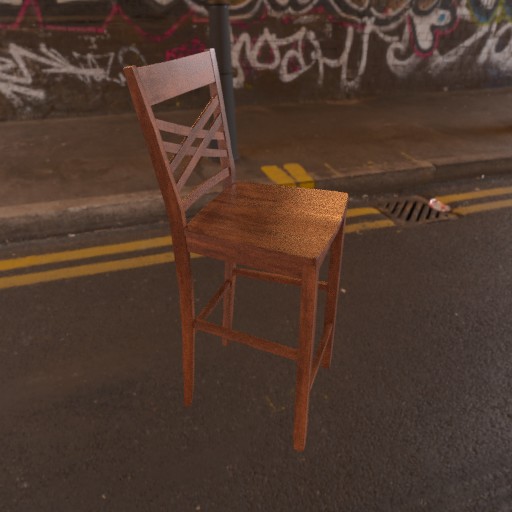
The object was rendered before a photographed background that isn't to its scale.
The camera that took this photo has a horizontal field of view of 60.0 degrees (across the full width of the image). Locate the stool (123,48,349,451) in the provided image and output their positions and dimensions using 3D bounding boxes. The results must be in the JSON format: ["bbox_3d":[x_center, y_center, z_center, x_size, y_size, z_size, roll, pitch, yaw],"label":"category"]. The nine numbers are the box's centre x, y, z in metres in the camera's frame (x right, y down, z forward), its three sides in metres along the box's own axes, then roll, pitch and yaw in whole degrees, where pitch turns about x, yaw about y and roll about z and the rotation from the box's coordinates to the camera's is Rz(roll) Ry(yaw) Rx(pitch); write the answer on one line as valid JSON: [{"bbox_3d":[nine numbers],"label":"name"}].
[{"bbox_3d":[0.000,0.000,1.354,0.487,1.105,0.433,11,32,17],"label":"stool"}]
